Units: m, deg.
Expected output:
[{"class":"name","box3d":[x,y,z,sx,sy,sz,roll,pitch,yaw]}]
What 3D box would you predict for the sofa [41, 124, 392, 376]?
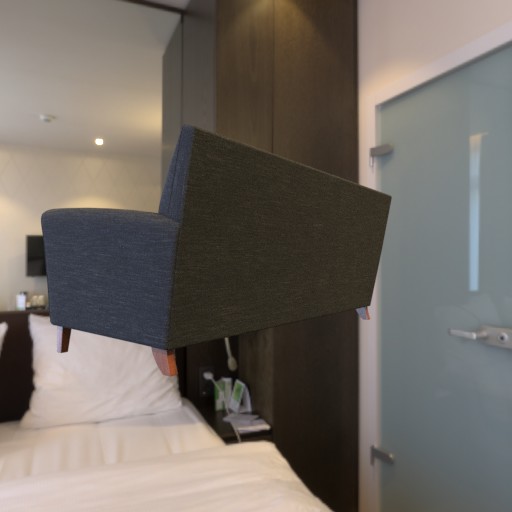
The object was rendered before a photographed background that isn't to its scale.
[{"class":"sofa","box3d":[0.000,0.000,2.439,0.875,0.846,1.976,0,-1,36]}]
